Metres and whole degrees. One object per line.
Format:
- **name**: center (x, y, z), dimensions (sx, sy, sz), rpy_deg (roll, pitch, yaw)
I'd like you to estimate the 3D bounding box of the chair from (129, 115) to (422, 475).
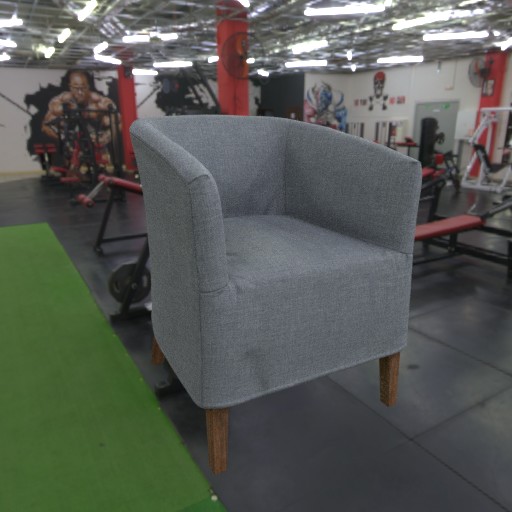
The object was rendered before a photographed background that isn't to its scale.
- **chair**: center (0.000, 0.000, 1.265), dimensions (0.600, 0.771, 0.668), rpy_deg (-9, 19, -27)
